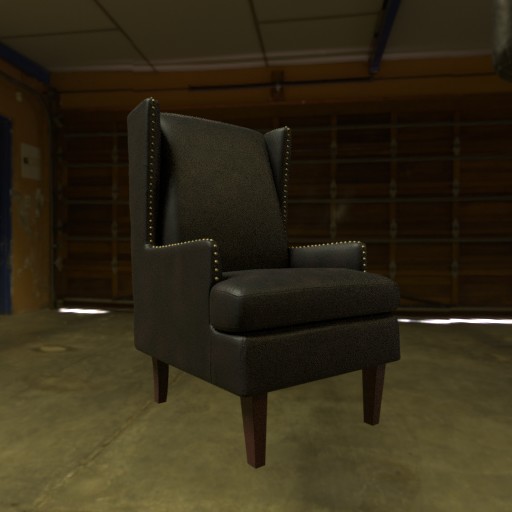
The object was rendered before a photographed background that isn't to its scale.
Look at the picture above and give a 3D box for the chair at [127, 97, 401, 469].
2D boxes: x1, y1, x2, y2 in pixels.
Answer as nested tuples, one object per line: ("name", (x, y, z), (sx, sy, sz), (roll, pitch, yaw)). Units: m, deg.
("chair", (0.000, 0.000, 1.630), (0.703, 1.142, 0.799), (-1, 1, -37))
